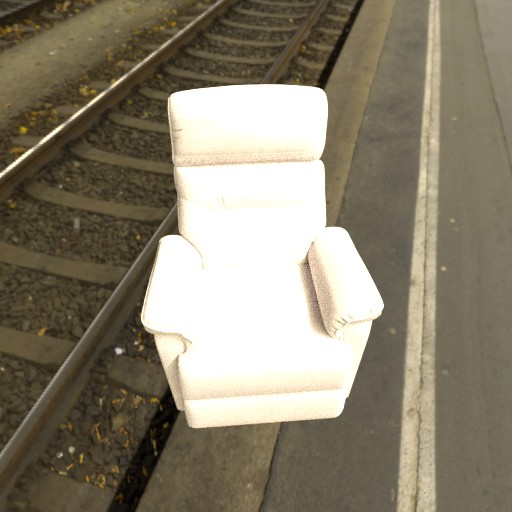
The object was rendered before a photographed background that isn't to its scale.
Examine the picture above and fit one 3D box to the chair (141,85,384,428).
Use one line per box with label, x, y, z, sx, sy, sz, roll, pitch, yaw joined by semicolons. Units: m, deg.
chair;0.000;0.000;1.788;0.820;1.039;1.001;-3;44;-3
